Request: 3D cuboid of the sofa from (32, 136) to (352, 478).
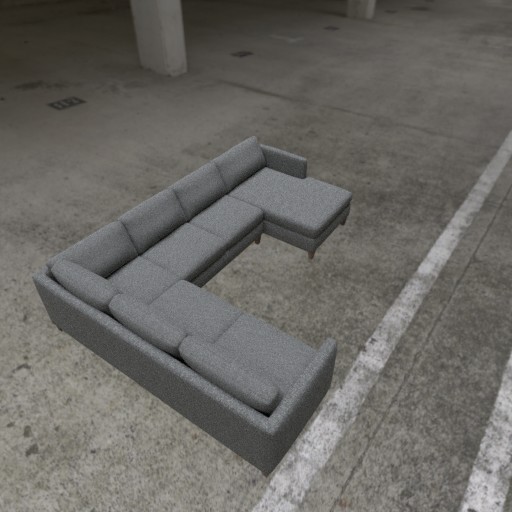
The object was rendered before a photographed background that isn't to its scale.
[{"bbox_3d":[0.000,0.000,4.436,2.551,0.853,3.238,24,46,26],"label":"sofa"}]
